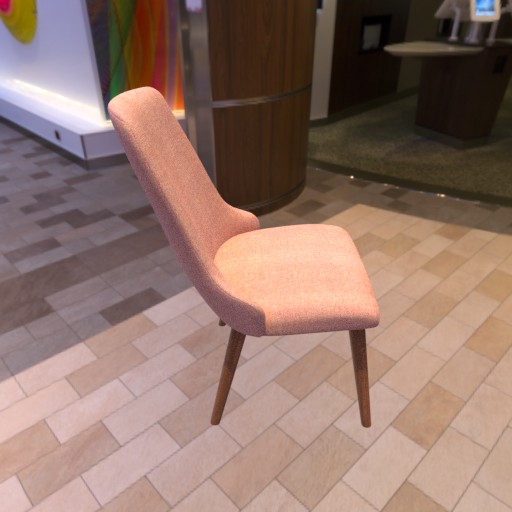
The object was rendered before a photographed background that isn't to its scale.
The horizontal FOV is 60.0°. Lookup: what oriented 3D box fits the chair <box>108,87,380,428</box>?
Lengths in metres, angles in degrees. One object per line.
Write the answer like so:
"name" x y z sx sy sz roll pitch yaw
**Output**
"chair" 0.000 0.000 1.329 0.707 0.918 0.535 0 32 0
